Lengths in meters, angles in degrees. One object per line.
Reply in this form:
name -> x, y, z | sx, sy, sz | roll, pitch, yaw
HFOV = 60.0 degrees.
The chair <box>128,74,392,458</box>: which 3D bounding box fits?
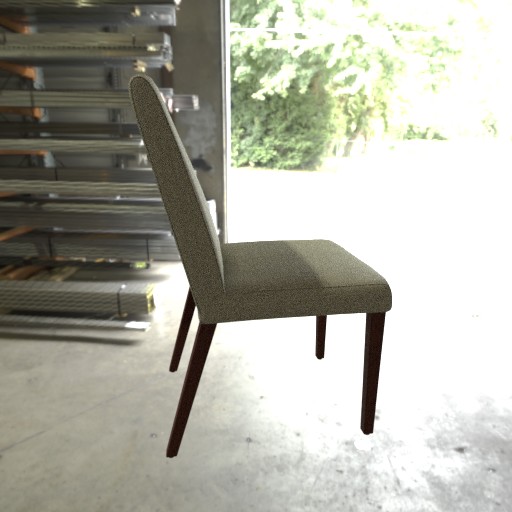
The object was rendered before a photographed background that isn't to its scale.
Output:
chair -> 0.000, 0.000, 1.225 | 0.594, 0.900, 0.480 | -3, 16, -9
